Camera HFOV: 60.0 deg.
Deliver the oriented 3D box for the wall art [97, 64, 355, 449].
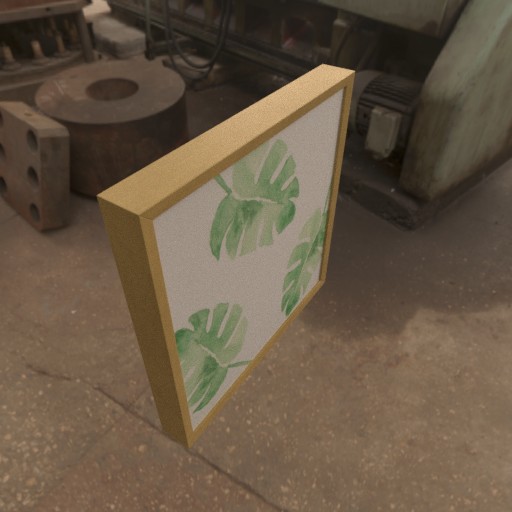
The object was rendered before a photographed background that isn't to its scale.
[{"bbox_3d":[0.000,0.000,0.470,0.038,0.305,0.305,24,47,25],"label":"wall art"}]
